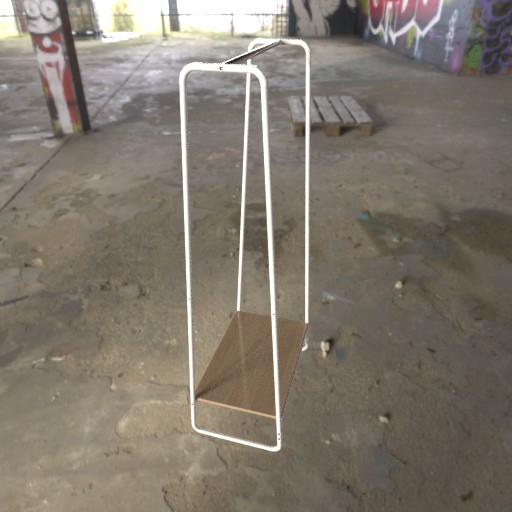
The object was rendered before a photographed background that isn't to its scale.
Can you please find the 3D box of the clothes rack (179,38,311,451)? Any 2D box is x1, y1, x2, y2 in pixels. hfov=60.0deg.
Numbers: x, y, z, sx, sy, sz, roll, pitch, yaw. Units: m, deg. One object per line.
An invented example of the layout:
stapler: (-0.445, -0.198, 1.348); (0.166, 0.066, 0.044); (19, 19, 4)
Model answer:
clothes rack: (0.000, 0.000, 1.763); (0.400, 1.500, 0.640); (9, 32, 14)
